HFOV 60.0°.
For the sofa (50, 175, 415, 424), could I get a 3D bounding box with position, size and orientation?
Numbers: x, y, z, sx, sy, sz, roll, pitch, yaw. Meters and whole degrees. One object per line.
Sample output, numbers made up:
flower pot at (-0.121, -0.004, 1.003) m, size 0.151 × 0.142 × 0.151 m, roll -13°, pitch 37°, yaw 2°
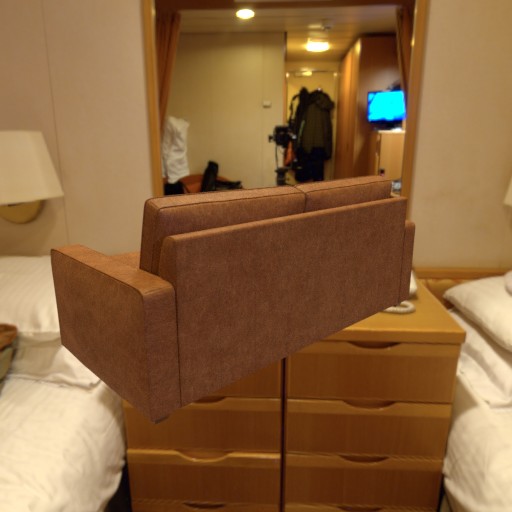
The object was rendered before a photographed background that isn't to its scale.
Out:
sofa at (0.000, 0.000, 2.726) m, size 2.156 × 0.928 × 0.991 m, roll -14°, pitch 20°, yaw -42°
